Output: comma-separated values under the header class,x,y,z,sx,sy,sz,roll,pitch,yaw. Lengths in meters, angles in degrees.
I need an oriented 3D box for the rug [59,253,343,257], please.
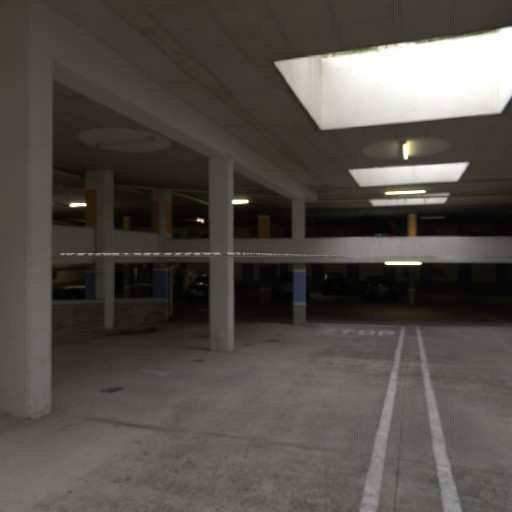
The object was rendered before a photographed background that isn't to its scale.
class,x,y,z,sx,sy,sz,roll,pitch,yaw
rug,0.000,0.000,2.500,0.676,0.008,2.277,0,0,19
